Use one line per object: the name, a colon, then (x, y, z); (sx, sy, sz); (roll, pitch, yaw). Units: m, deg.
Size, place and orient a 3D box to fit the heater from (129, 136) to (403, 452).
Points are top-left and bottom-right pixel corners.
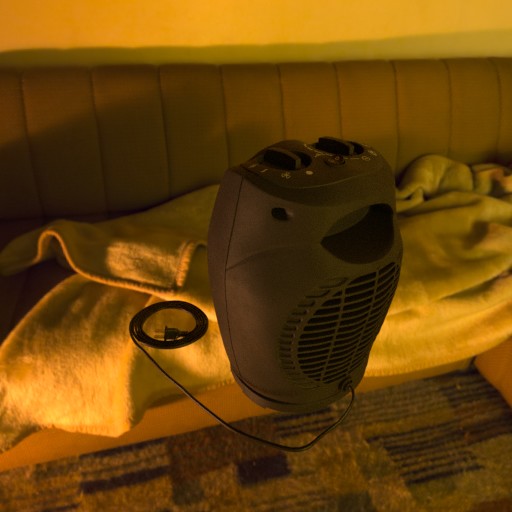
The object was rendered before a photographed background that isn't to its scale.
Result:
heater: (0.000, 0.000, 0.473); (0.239, 0.255, 0.291); (-20, 36, -30)
